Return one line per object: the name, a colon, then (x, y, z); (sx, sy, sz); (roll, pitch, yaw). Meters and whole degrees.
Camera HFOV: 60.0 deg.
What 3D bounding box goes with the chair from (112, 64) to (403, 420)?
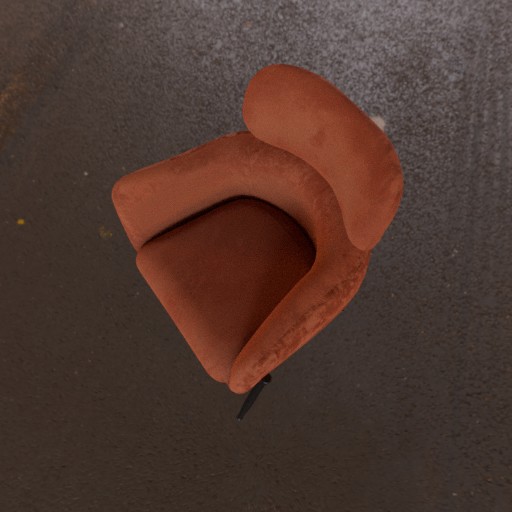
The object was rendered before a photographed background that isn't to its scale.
chair: (0.000, 0.000, 1.136); (0.523, 0.772, 0.561); (-33, 69, -14)
